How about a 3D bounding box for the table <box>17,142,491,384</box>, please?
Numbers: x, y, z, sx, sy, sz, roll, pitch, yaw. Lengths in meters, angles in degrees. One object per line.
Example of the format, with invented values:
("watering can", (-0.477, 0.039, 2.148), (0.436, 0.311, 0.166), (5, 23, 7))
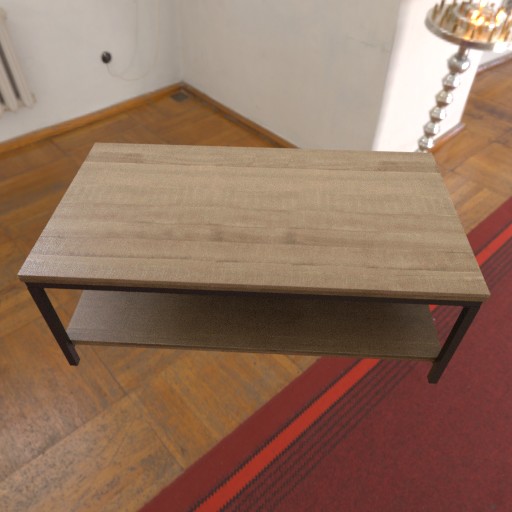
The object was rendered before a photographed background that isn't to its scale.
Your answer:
("table", (0.000, 0.000, 1.333), (1.062, 0.393, 0.574), (2, 45, 2))
